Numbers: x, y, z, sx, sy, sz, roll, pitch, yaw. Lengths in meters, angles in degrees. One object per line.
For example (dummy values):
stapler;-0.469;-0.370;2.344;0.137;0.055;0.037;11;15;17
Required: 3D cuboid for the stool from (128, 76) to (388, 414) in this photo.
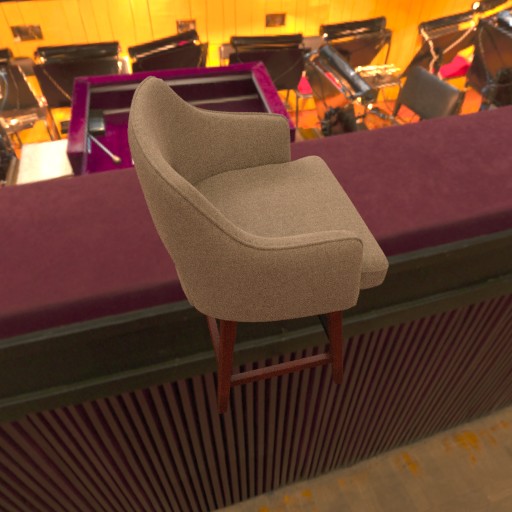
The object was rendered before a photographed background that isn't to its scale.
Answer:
stool;0.000;0.000;1.293;0.558;0.944;0.599;-11;47;-10
